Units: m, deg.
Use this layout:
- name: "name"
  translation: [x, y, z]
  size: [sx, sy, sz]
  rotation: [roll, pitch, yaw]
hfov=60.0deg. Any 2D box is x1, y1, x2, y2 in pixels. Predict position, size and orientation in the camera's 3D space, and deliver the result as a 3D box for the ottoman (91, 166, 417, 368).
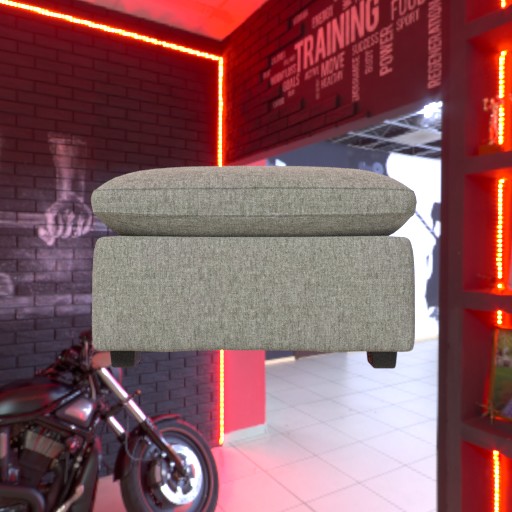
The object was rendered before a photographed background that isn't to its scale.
- name: "ottoman"
  translation: [0.000, 0.000, 1.346]
  size: [0.694, 0.451, 0.977]
  rotation: [0, 1, 1]
